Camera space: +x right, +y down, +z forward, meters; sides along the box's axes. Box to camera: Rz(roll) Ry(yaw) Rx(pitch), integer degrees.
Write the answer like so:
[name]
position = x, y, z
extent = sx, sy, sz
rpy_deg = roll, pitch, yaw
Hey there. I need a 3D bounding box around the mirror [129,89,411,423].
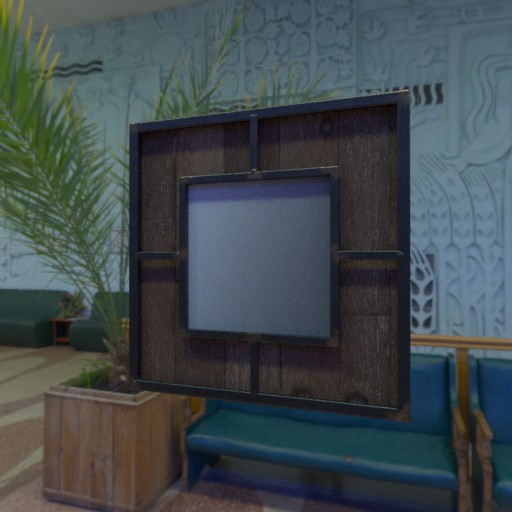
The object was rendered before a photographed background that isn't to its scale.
[mirror]
position = 0.000, 0.000, 0.579
extent = 0.382, 0.381, 0.020
rpy_deg = 0, 0, 20
